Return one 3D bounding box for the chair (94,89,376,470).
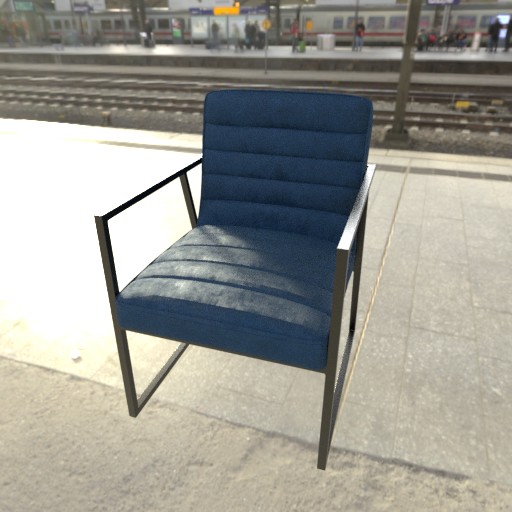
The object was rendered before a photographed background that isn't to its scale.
[{"bbox_3d":[0.000,0.000,1.267,0.571,0.833,0.677,9,28,16],"label":"chair"}]
